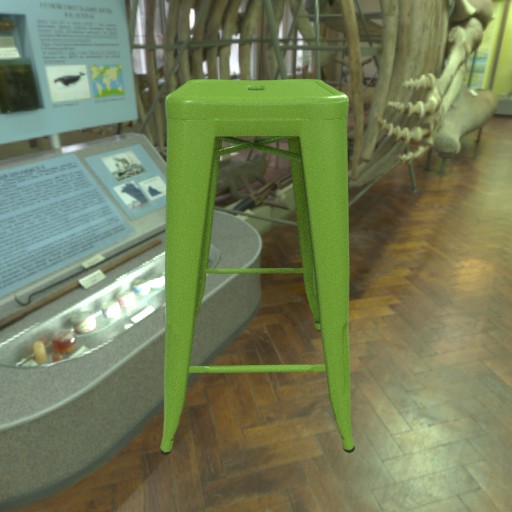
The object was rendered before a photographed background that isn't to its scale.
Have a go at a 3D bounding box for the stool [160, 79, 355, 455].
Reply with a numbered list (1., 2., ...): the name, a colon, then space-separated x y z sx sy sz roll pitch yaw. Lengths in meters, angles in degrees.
1. stool: 0.000 0.000 0.847 0.358 0.609 0.398 0 26 -1
